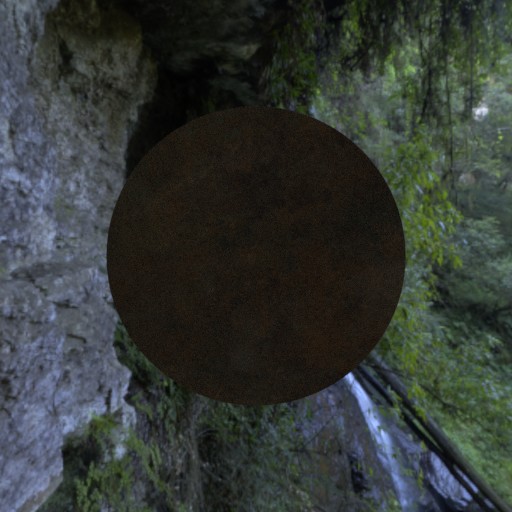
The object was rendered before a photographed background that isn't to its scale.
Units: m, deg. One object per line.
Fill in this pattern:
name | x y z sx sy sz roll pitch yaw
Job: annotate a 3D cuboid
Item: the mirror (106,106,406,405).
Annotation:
mirror | 0.000 0.000 0.896 0.585 0.585 0.061 0 0 0
